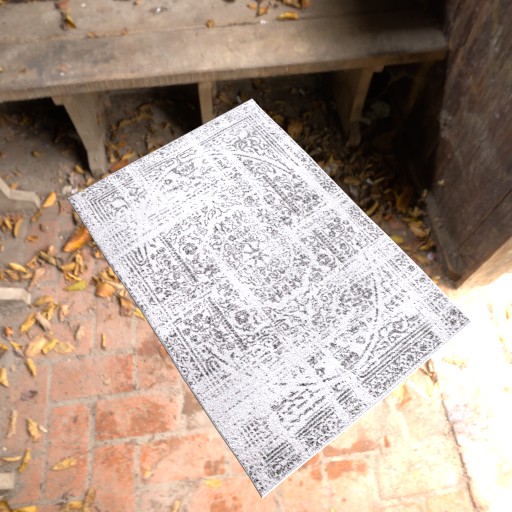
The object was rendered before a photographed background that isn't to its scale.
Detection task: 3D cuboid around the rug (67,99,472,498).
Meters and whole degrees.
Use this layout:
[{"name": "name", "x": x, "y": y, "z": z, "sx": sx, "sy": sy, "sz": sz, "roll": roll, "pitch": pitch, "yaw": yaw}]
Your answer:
[{"name": "rug", "x": 0.000, "y": 0.000, "z": 3.074, "sx": 1.706, "sy": 0.026, "sz": 2.438, "roll": -33, "pitch": 68, "yaw": -15}]
